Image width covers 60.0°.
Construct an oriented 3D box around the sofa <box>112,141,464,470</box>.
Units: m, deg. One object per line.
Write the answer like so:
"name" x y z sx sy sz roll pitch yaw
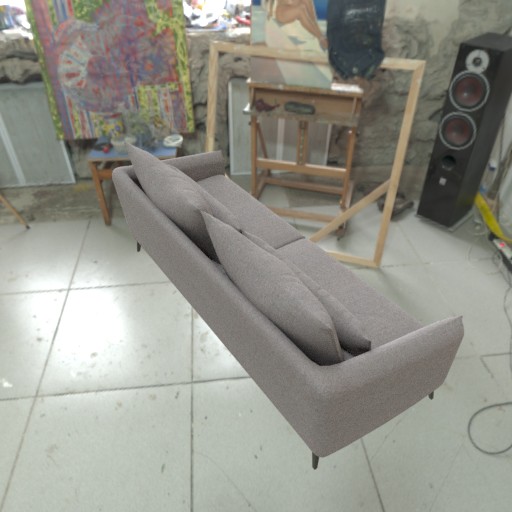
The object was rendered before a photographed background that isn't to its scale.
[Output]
"sofa" 0.000 0.000 2.374 0.809 0.833 2.022 -25 46 -27
